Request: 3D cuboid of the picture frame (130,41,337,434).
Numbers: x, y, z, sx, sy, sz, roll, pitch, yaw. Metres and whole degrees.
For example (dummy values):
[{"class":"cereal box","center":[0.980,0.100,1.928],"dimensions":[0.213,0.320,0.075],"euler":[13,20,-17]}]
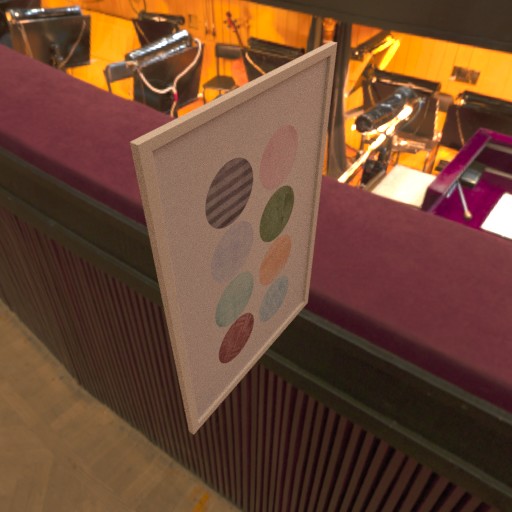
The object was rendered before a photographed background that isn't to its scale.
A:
[{"class":"picture frame","center":[0.000,0.000,0.843],"dimensions":[0.013,0.657,0.457],"euler":[26,48,26]}]
